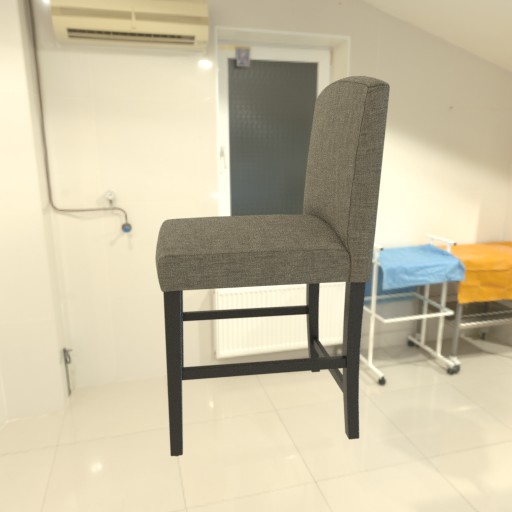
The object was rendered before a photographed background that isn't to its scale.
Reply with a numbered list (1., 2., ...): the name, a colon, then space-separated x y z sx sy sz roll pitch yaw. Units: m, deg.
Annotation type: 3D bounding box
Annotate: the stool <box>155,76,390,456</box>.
1. stool: 0.000 0.000 1.272 0.552 0.966 0.451 -2 14 -8
